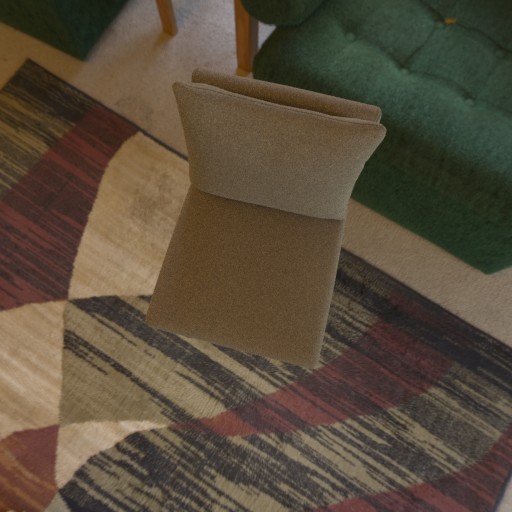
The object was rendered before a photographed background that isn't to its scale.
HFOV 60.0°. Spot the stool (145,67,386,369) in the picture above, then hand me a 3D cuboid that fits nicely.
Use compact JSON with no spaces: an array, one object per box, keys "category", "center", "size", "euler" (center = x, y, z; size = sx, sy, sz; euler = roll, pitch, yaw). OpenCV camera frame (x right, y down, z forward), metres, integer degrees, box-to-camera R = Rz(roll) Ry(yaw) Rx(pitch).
[{"category":"stool","center":[0.000,0.000,1.333],"size":[0.463,1.030,0.569],"euler":[14,76,3]}]
